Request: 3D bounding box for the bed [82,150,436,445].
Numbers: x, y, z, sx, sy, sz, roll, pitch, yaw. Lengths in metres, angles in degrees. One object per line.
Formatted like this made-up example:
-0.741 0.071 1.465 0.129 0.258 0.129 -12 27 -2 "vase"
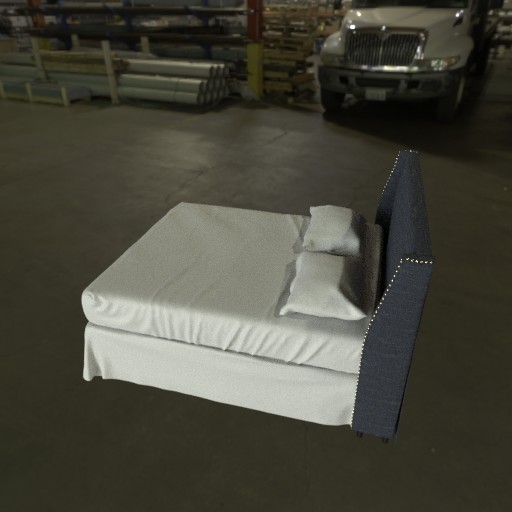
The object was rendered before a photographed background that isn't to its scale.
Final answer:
0.000 0.000 3.419 2.276 1.332 1.925 8 30 13 "bed"
